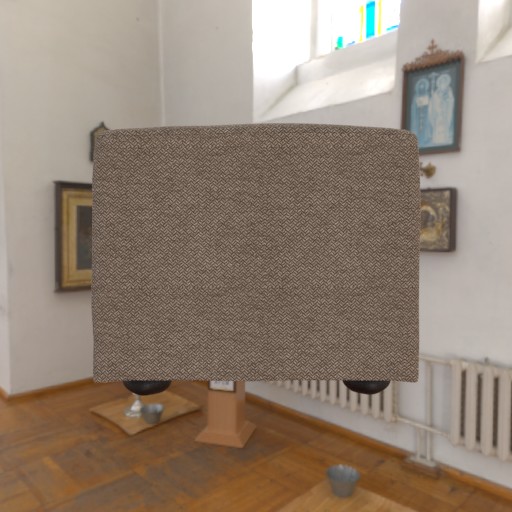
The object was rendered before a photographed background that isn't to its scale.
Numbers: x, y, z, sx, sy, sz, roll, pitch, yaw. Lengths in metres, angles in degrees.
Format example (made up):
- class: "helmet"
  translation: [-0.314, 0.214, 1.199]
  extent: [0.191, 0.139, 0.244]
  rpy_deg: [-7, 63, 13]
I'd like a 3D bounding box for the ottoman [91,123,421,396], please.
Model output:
- class: "ottoman"
  translation: [0.000, 0.000, 0.926]
  extent: [0.512, 0.453, 0.519]
  rpy_deg: [0, 1, 0]
